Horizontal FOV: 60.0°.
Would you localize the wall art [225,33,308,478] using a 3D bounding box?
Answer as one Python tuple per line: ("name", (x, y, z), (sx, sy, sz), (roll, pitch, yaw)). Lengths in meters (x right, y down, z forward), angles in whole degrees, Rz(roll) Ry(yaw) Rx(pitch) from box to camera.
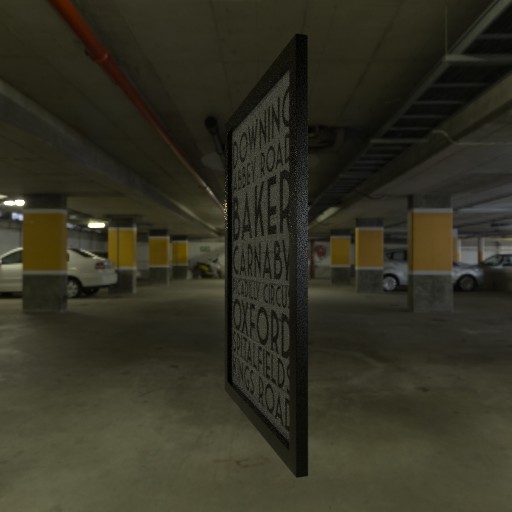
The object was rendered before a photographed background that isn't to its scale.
("wall art", (0.000, 0.000, 0.577), (0.013, 0.432, 0.304), (0, -1, -17))
